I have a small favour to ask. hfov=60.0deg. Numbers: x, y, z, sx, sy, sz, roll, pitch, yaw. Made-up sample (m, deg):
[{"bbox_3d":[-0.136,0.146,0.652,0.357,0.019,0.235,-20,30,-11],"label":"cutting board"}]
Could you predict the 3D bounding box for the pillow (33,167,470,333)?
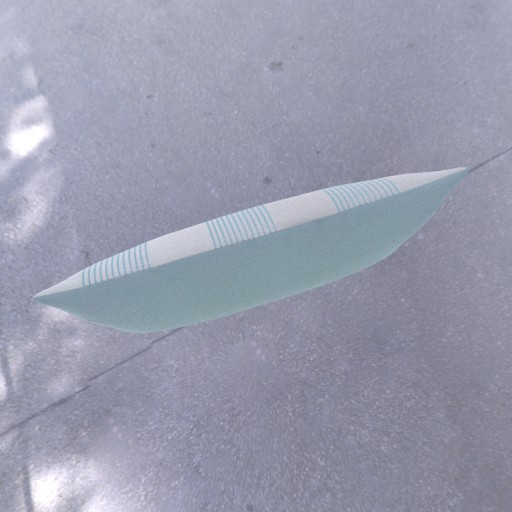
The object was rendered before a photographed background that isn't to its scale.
[{"bbox_3d":[0.000,0.000,0.722,0.610,0.287,0.151,-17,76,-4],"label":"pillow"}]
